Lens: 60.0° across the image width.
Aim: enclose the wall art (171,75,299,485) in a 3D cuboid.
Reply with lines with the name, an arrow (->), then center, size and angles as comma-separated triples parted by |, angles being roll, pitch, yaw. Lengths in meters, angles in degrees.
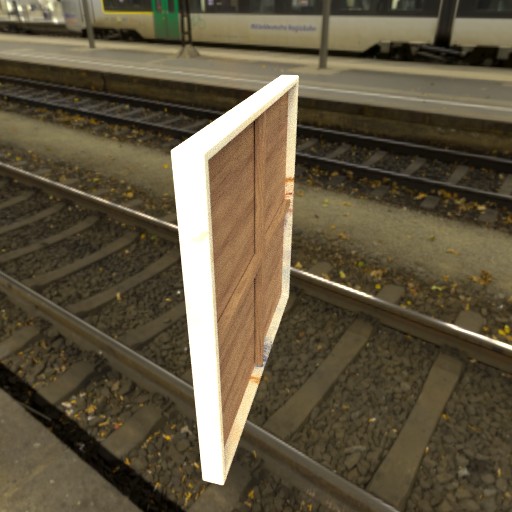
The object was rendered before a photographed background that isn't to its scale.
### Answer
wall art -> 0.000, 0.000, 1.576 | 0.071, 1.061, 1.061 | 7, 31, 13
